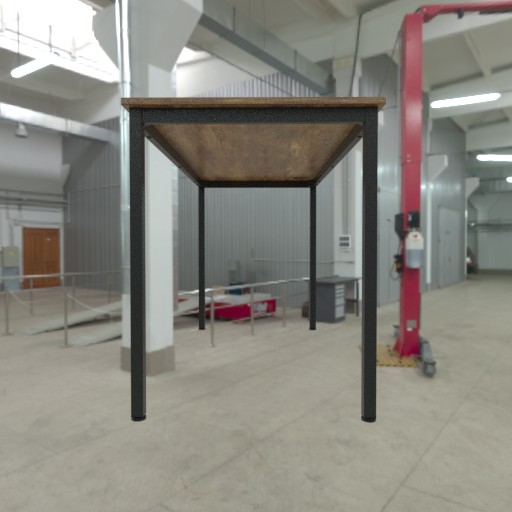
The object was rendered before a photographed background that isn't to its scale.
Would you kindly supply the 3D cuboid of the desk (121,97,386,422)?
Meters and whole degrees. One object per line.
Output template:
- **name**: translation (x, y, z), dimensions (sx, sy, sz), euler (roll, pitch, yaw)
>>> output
- **desk**: translation (0.000, 0.000, 1.609), dimensions (0.600, 0.749, 1.200), euler (0, 1, 1)
